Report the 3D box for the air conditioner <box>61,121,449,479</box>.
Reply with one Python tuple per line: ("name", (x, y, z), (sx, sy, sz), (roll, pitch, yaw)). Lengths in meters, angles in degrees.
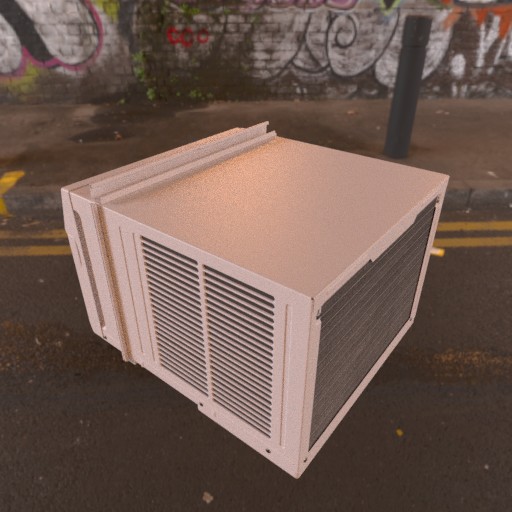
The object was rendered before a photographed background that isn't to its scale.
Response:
("air conditioner", (0.000, 0.000, 0.895), (0.546, 0.388, 0.503), (22, 38, 32))
